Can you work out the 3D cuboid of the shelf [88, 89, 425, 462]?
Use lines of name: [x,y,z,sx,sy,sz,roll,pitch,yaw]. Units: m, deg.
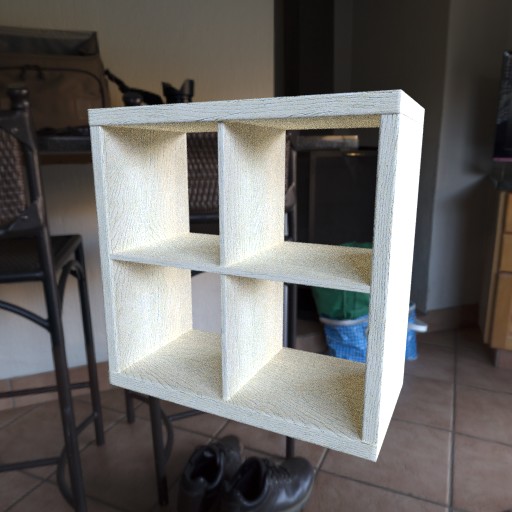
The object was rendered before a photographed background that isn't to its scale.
shelf: [0.000,0.000,1.245,0.790,0.786,0.390,6,14,26]
